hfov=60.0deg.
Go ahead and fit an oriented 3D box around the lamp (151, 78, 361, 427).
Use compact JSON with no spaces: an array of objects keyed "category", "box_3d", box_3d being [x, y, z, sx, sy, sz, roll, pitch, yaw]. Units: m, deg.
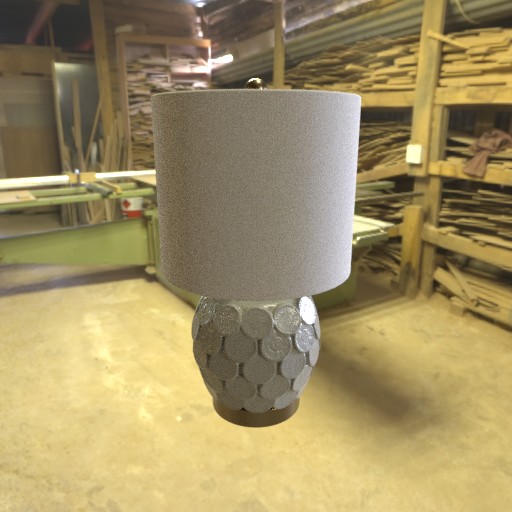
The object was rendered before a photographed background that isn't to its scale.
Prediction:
[{"category":"lamp","box_3d":[0.000,0.000,0.605,0.254,0.452,0.254,0,16,0]}]
